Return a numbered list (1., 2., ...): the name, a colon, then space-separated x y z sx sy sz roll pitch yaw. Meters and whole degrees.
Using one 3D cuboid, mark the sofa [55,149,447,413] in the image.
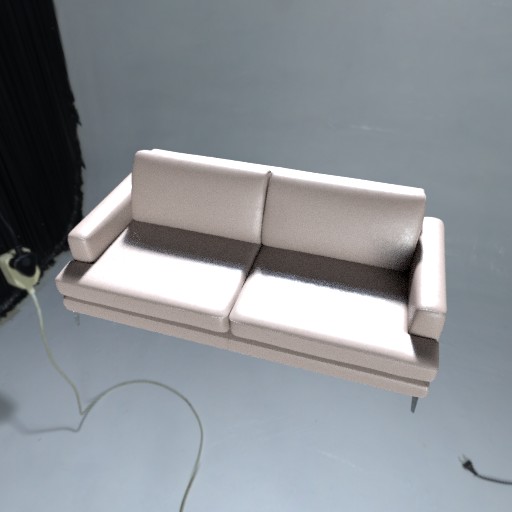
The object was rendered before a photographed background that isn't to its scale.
1. sofa: 0.000 0.000 2.440 1.940 0.765 0.974 11 42 13
